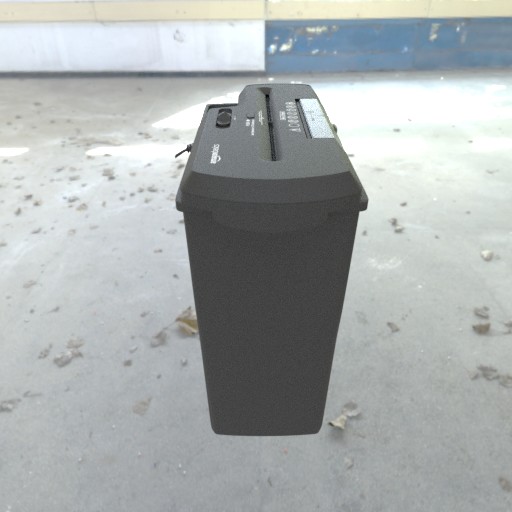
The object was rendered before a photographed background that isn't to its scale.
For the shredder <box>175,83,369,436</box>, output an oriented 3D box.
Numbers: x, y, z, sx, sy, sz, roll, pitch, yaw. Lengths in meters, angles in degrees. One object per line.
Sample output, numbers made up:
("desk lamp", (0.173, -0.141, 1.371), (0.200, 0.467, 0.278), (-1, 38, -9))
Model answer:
("shredder", (0.000, 0.000, 0.522), (0.170, 0.335, 0.320), (0, 33, 0))
